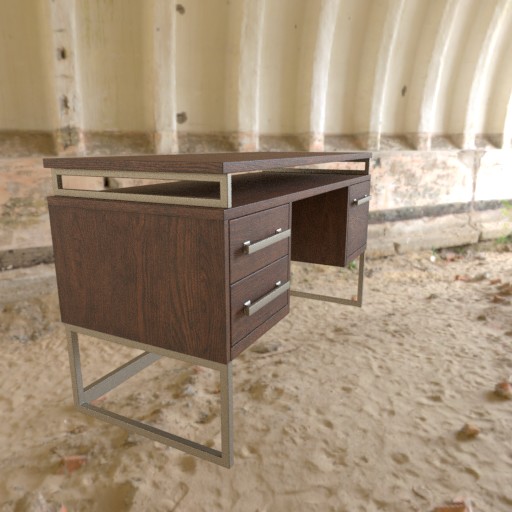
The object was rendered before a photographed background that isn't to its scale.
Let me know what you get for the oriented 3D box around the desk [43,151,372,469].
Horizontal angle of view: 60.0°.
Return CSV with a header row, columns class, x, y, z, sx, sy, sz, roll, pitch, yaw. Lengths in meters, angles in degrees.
class,x,y,z,sx,sy,sz,roll,pitch,yaw
desk,0.000,0.000,1.779,0.610,0.792,1.384,7,16,27
